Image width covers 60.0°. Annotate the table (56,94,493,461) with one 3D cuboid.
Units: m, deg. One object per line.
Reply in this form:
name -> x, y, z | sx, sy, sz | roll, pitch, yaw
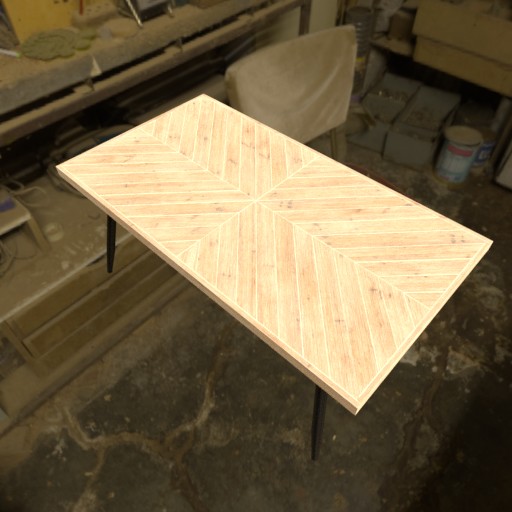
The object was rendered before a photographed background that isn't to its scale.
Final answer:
table -> 0.000, 0.000, 2.317 | 1.803, 0.762, 0.991 | 35, 57, 27
